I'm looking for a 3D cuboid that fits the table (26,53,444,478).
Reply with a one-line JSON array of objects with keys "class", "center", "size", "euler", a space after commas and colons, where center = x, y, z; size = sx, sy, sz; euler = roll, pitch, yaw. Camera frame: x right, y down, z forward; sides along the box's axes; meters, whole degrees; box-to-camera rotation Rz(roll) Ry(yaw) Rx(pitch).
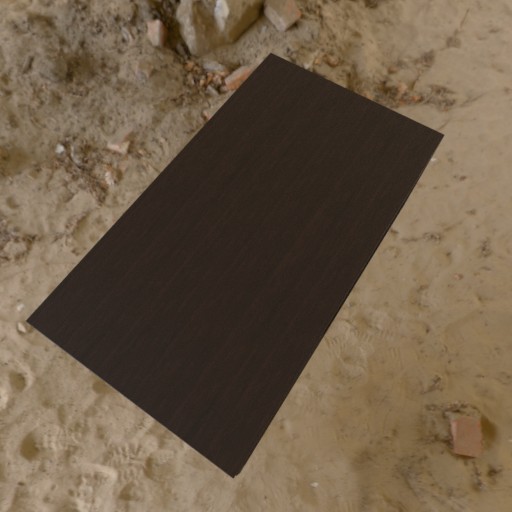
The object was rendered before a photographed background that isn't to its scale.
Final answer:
[{"class": "table", "center": [0.000, 0.000, 1.353], "size": [0.590, 0.460, 1.050], "euler": [31, 69, 13]}]
